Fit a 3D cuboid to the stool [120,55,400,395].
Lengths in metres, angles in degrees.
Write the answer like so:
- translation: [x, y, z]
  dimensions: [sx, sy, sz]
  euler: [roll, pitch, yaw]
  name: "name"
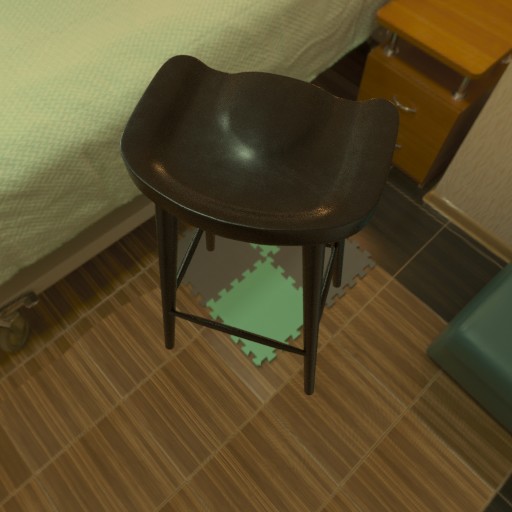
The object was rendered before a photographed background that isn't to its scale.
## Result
- translation: [0.000, 0.000, 0.990]
  dimensions: [0.440, 0.749, 0.361]
  euler: [16, 64, 8]
  name: "stool"
